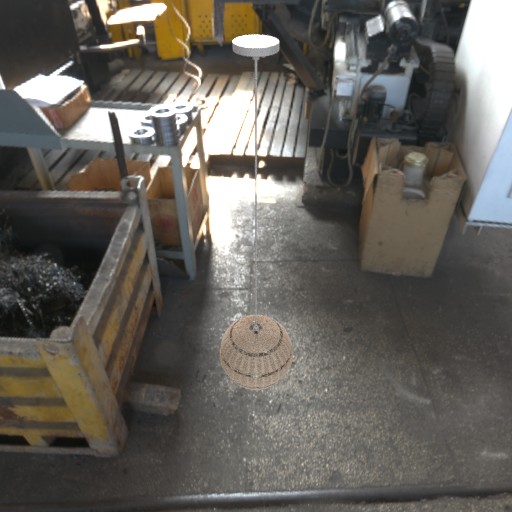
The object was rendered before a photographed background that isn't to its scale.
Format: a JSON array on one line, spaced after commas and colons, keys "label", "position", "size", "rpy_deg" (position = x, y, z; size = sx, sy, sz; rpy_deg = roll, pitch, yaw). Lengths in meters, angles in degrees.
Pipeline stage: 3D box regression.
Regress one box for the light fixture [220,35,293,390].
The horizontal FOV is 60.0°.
[{"label": "light fixture", "position": [0.000, 0.000, 2.238], "size": [0.457, 2.019, 0.457], "rpy_deg": [-25, 46, -26]}]
